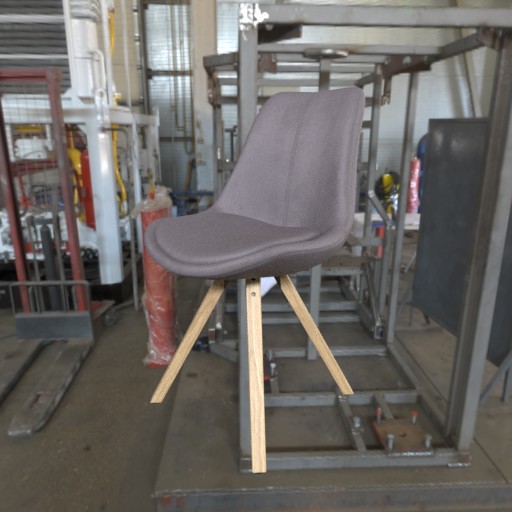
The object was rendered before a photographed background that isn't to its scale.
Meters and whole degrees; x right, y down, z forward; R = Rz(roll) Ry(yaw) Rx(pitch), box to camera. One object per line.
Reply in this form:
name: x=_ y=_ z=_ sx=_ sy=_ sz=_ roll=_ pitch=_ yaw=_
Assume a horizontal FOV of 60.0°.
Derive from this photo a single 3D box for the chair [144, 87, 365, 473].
chair: x=0.000 y=0.000 z=1.186 sx=0.483 sy=0.865 sz=0.547 roll=14 pitch=21 yaw=40
